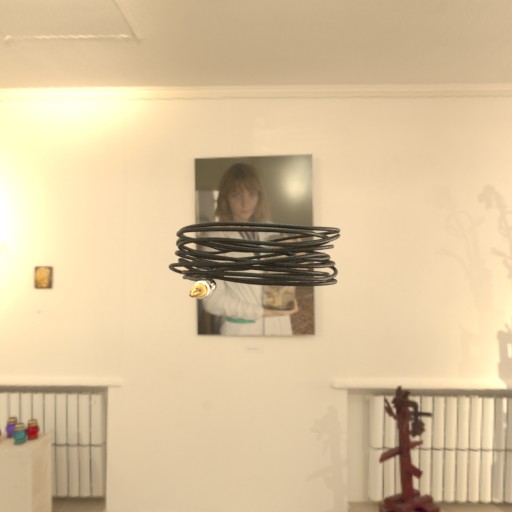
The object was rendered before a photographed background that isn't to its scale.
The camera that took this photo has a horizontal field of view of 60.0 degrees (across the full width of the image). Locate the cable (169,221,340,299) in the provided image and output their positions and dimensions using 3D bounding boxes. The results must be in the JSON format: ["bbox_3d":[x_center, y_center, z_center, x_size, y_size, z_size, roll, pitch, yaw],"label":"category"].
[{"bbox_3d":[0.000,0.000,0.505,0.198,0.069,0.432,0,0,1],"label":"cable"}]
